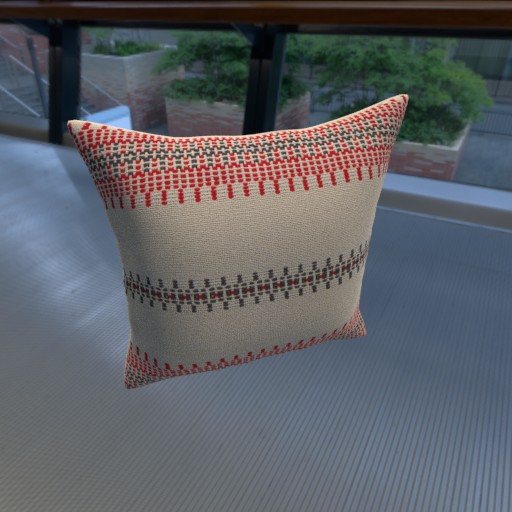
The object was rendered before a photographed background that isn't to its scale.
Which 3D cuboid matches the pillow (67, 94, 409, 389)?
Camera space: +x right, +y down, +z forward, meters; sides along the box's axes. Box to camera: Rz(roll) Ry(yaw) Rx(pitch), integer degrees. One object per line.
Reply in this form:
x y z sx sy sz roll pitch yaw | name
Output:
0.000 0.000 0.694 0.463 0.454 0.160 -9 33 -15 | pillow
